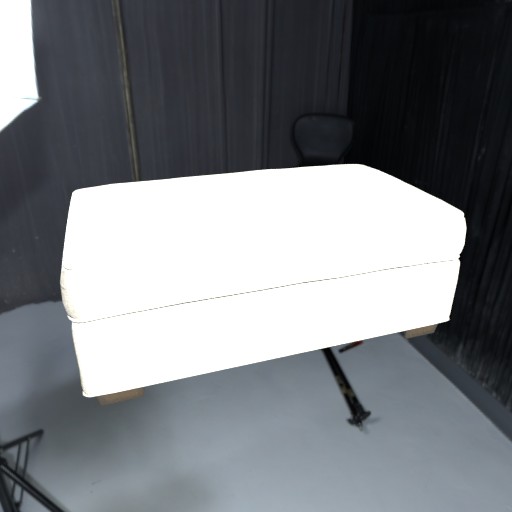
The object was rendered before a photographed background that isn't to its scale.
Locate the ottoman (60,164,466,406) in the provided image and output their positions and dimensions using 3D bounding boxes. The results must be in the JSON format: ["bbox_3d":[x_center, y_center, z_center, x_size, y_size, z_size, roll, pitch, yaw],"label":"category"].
[{"bbox_3d":[0.000,0.000,1.427,1.097,0.448,0.617,-8,27,-16],"label":"ottoman"}]
